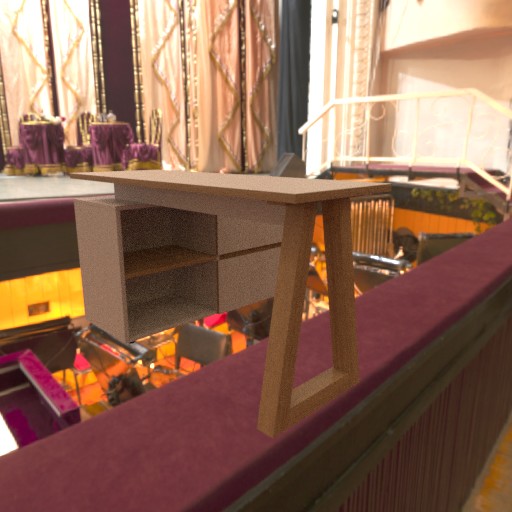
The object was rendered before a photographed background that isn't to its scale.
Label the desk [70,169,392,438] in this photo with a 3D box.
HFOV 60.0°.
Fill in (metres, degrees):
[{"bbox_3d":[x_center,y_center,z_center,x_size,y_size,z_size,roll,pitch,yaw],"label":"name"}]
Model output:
[{"bbox_3d":[0.000,0.000,2.080,1.098,0.755,1.404,-13,19,-43],"label":"desk"}]
